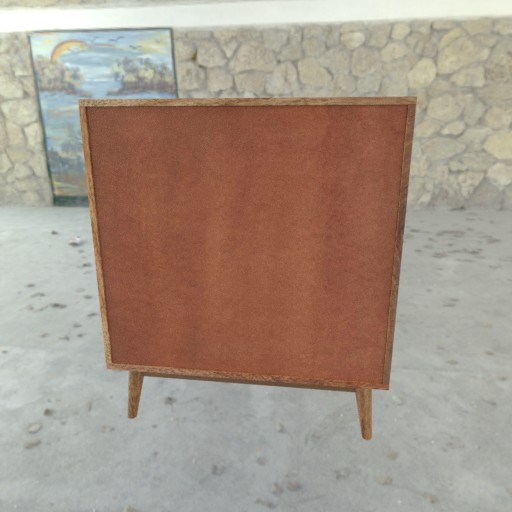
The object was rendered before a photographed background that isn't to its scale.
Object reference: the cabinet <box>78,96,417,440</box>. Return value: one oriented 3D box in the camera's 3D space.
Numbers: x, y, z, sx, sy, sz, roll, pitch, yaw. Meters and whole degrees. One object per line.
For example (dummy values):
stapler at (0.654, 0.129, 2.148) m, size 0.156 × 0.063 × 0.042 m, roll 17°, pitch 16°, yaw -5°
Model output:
cabinet at (0.000, 0.000, 1.166) m, size 0.647 × 0.758 × 0.473 m, roll 2°, pitch 16°, yaw 8°
